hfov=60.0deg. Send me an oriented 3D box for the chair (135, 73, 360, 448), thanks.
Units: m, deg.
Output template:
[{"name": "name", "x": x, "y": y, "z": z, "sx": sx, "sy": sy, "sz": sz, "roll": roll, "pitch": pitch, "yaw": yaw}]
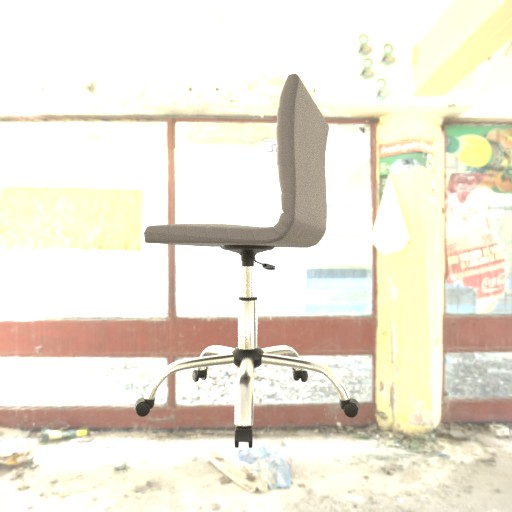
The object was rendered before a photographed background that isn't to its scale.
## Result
[{"name": "chair", "x": 0.000, "y": 0.000, "z": 1.165, "sx": 0.530, "sy": 0.780, "sz": 0.556, "roll": 0, "pitch": 0, "yaw": 19}]
